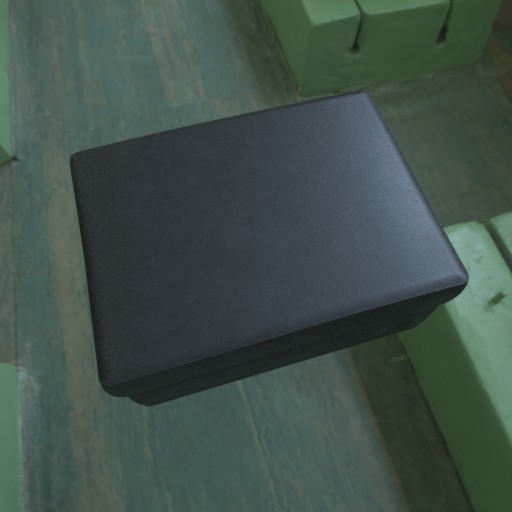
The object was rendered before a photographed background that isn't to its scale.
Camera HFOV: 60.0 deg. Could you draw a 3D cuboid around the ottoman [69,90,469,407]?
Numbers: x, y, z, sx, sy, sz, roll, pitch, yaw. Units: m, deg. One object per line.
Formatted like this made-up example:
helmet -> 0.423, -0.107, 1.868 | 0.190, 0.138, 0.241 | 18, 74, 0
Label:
ottoman -> 0.000, 0.000, 1.194 | 0.795, 0.498, 0.590 | -15, 65, -7
